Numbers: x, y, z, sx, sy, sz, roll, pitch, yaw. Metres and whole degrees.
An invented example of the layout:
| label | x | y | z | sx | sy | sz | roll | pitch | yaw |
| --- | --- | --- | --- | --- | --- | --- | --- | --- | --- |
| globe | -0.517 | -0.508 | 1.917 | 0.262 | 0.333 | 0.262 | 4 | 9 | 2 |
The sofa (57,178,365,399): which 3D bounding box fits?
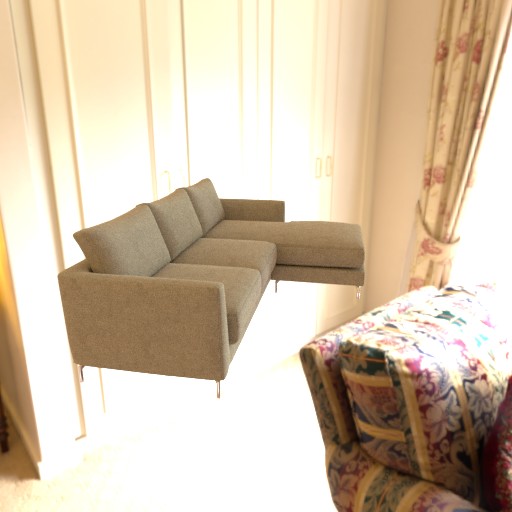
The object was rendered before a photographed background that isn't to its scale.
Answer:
| label | x | y | z | sx | sy | sz | roll | pitch | yaw |
| --- | --- | --- | --- | --- | --- | --- | --- | --- | --- |
| sofa | 0.000 | 0.000 | 3.251 | 1.626 | 0.864 | 2.438 | 3 | 17 | 10 |
